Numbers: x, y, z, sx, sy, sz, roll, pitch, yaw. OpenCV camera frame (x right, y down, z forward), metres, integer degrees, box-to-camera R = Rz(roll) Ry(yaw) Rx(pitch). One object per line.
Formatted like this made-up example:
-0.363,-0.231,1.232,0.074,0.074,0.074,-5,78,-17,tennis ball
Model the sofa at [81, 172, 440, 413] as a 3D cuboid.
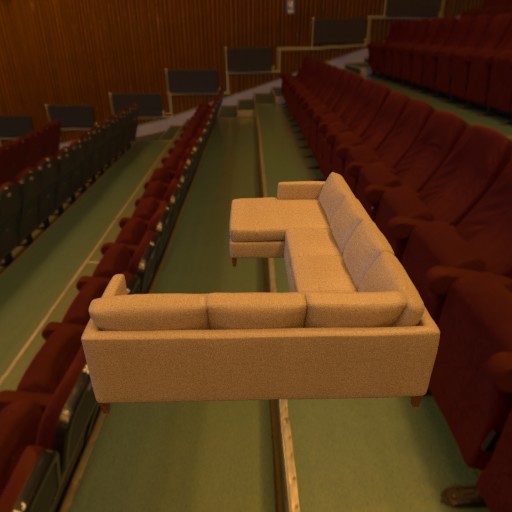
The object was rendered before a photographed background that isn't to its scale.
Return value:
0.000,0.000,4.753,2.594,0.961,3.460,-1,28,-1,sofa
